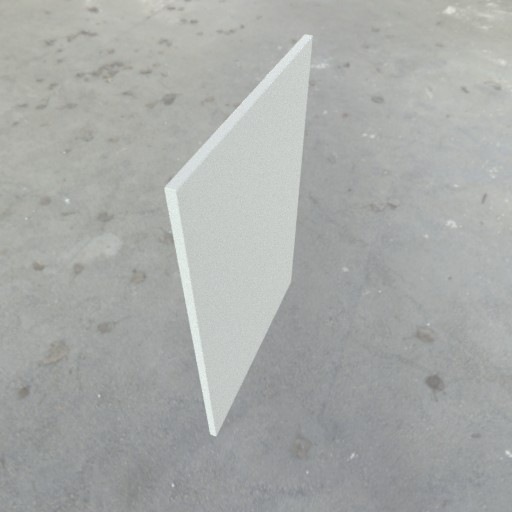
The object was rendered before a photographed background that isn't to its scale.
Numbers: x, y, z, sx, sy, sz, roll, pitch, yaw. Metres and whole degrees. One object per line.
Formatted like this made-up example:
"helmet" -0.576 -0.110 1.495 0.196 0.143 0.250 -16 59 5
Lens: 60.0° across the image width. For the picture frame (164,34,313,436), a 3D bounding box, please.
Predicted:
"picture frame" 0.000 0.000 0.695 0.012 0.534 0.381 17 49 16
